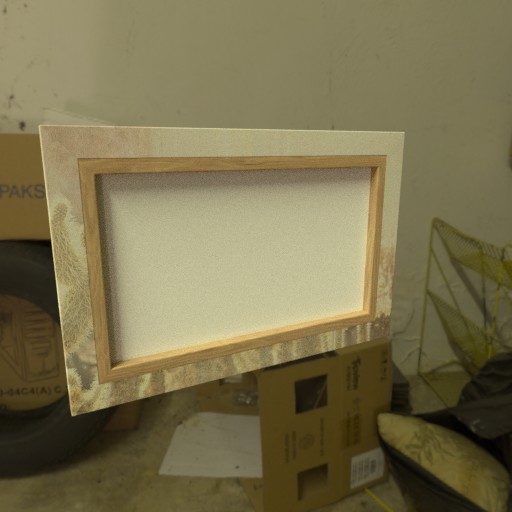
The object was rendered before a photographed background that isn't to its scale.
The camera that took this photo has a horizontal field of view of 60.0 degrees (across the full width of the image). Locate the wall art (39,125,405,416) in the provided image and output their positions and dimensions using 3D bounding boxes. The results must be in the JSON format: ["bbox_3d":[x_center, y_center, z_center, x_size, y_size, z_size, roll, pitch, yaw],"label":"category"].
[{"bbox_3d":[0.000,0.000,1.381,1.142,0.758,0.041,-7,16,-27],"label":"wall art"}]
